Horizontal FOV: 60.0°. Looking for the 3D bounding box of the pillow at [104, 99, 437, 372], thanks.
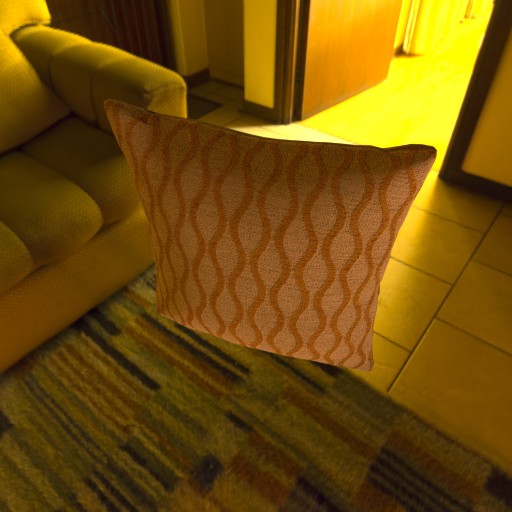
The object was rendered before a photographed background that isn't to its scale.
[{"bbox_3d":[0.000,0.000,0.680,0.429,0.436,0.159,12,44,13],"label":"pillow"}]
